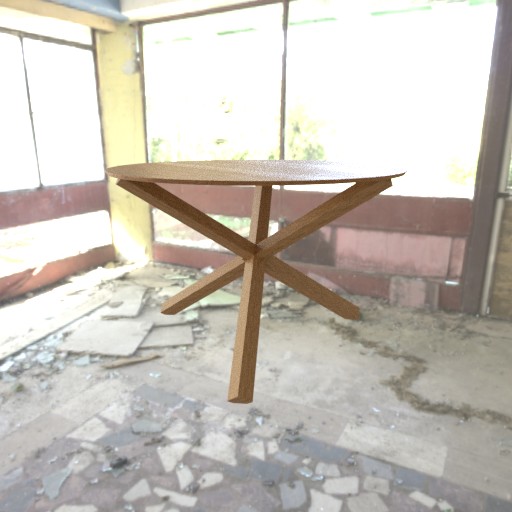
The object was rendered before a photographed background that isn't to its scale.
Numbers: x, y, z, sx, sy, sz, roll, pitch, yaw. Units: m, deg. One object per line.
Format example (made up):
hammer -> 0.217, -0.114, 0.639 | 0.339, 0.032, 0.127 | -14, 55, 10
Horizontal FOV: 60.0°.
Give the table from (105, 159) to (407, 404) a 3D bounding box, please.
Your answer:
table -> 0.000, 0.000, 1.686 | 1.038, 0.666, 1.038 | 0, 15, 0
